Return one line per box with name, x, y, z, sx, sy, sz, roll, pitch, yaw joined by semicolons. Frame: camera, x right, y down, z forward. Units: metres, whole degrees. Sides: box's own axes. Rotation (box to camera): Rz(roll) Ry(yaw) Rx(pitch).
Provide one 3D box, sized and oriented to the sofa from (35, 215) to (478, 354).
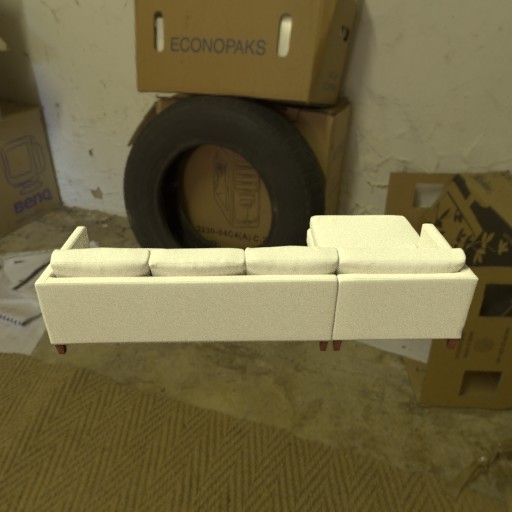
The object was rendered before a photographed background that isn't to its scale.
sofa;0.000;0.000;3.969;3.186;0.846;1.625;-1;30;-1
